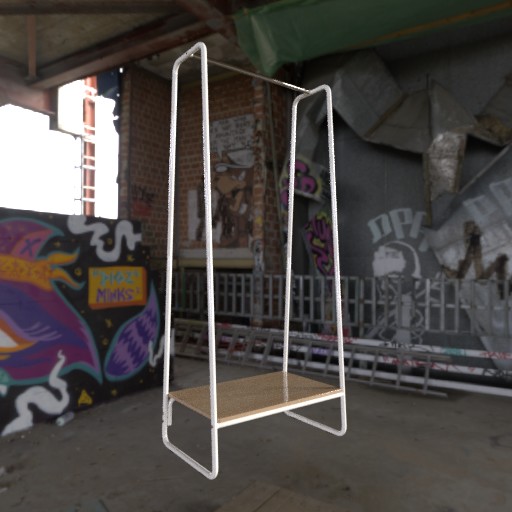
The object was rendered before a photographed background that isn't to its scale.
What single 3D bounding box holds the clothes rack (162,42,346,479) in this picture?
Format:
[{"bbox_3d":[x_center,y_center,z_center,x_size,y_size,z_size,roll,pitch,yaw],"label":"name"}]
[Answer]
[{"bbox_3d":[0.000,0.000,1.802,0.640,1.500,0.400,1,-1,-37],"label":"clothes rack"}]
